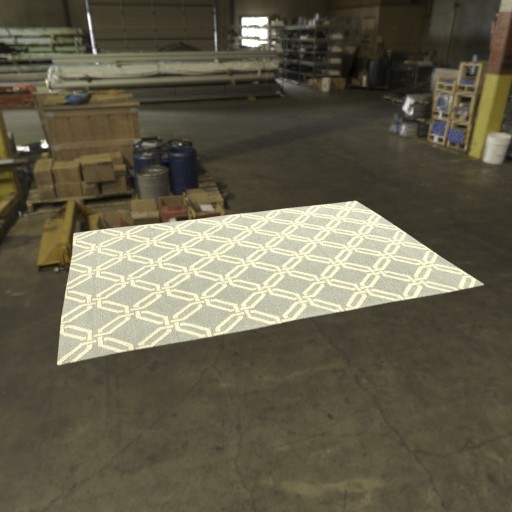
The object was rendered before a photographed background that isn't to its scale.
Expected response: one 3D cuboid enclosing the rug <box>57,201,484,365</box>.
[{"bbox_3d":[0.000,0.000,2.186,1.754,0.010,1.148,-8,28,-16],"label":"rug"}]
